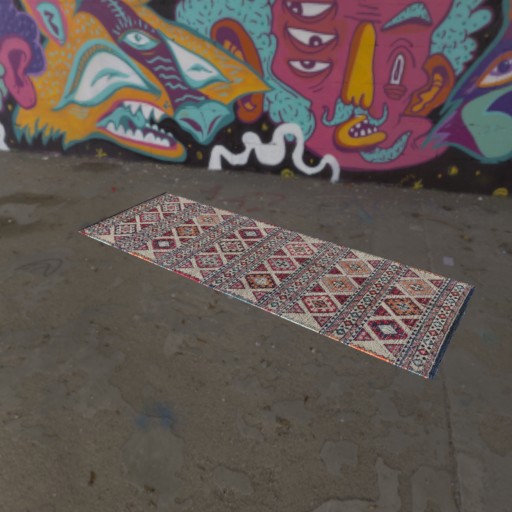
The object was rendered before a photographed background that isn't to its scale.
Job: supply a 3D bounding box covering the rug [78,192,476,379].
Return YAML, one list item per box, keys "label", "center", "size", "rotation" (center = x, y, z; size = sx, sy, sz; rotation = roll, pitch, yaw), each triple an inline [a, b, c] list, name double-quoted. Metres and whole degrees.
- label: "rug"
  center: [0.000, 0.000, 2.706]
  size: [2.362, 0.008, 0.832]
  rotation: [19, 36, 29]
